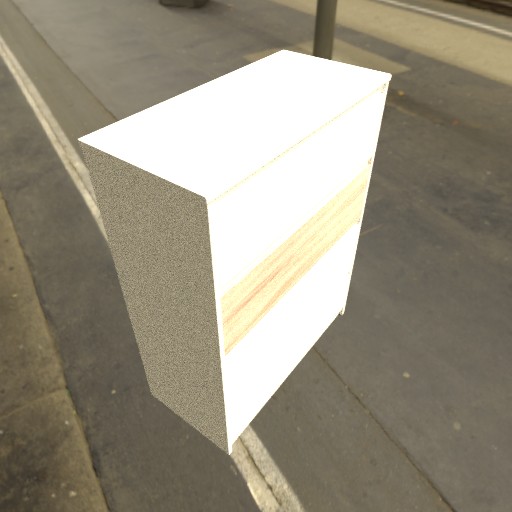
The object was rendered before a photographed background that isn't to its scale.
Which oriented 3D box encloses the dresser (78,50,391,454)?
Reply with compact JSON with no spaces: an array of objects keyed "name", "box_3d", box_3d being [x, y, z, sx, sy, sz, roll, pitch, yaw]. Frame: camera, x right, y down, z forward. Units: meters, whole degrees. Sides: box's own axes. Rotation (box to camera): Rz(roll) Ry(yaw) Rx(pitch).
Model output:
[{"name":"dresser","box_3d":[0.000,0.000,1.472,0.380,1.040,0.800,27,48,27]}]
